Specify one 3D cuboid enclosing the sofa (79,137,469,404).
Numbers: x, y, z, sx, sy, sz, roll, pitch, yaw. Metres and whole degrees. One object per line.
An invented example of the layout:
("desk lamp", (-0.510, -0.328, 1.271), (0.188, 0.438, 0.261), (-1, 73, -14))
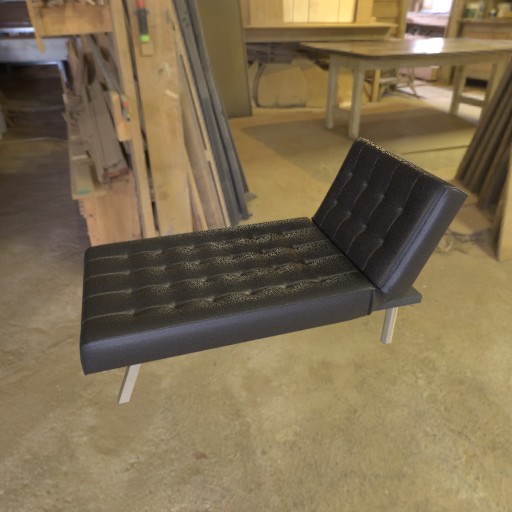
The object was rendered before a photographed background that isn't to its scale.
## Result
("sofa", (0.000, 0.000, 2.051), (1.560, 0.820, 0.760), (-9, 31, -15))
